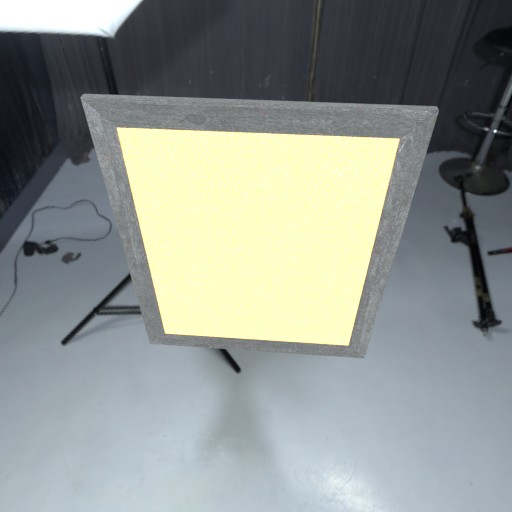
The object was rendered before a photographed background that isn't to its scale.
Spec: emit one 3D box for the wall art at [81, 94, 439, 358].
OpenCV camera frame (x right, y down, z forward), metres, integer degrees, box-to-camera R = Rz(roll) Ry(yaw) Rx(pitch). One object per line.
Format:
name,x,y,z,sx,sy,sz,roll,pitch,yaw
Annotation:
wall art,0.000,0.000,0.788,0.476,0.570,0.013,3,44,3
